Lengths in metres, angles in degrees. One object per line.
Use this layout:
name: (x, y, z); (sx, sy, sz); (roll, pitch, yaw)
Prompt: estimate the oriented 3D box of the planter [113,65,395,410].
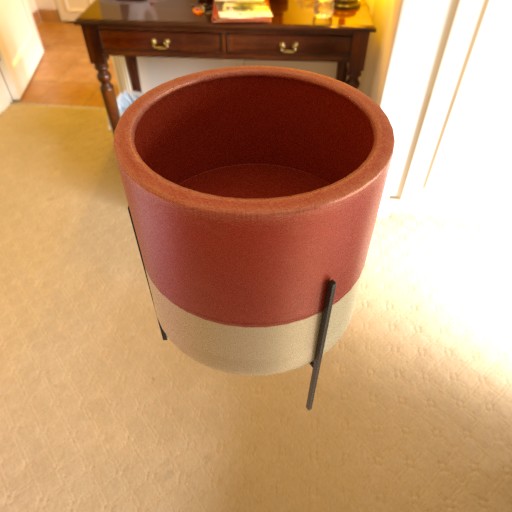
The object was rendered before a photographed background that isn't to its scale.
planter: (0.000, 0.000, 0.711); (0.345, 0.465, 0.354); (-24, 51, -22)
